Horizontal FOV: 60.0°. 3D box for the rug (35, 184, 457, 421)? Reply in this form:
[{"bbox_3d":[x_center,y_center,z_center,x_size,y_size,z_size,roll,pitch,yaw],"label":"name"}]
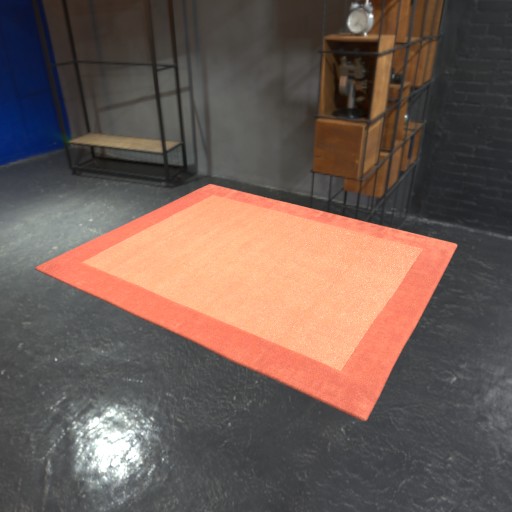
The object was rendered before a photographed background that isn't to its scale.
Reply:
[{"bbox_3d":[0.000,0.000,3.995,2.976,0.018,2.430,18,34,28],"label":"rug"}]
